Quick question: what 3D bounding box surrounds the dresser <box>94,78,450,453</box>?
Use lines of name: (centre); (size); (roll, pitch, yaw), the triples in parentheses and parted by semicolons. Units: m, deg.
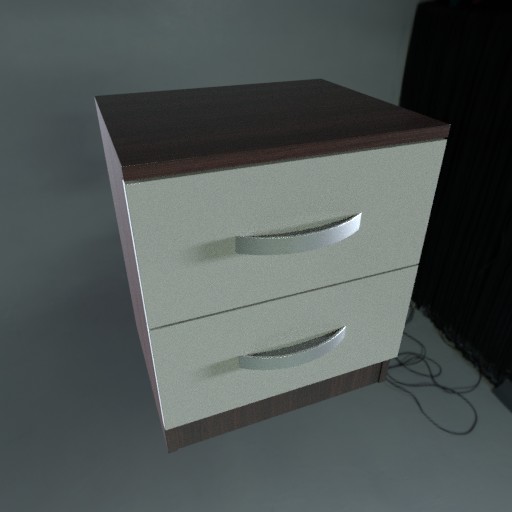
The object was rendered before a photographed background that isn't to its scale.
dresser: (0.000, 0.000, 0.734); (0.400, 0.470, 0.360); (-12, 34, -18)
